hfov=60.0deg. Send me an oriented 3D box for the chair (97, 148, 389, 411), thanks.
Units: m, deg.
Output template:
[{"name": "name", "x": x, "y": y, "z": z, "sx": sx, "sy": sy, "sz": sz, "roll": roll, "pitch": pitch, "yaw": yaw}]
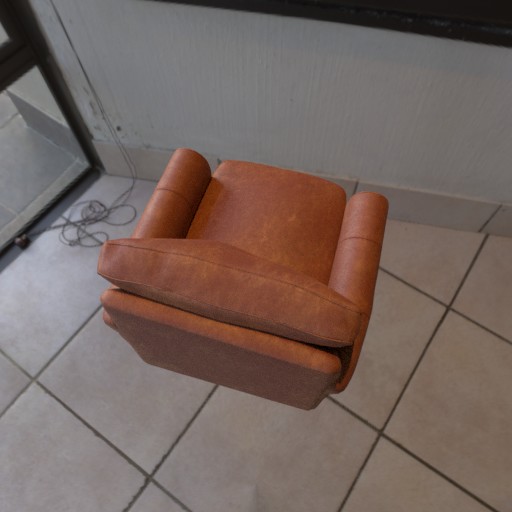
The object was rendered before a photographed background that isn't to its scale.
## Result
[{"name": "chair", "x": 0.000, "y": 0.000, "z": 1.857, "sx": 0.983, "sy": 0.962, "sz": 0.986, "roll": 15, "pitch": 64, "yaw": 7}]
